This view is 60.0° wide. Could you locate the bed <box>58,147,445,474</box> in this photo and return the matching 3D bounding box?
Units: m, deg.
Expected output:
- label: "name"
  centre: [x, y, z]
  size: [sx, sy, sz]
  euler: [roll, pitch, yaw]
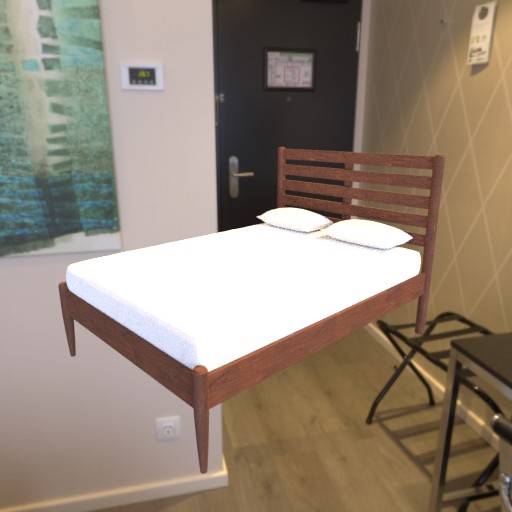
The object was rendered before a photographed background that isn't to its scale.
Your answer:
- label: "bed"
  centre: [0.000, 0.000, 2.973]
  size: [2.093, 1.304, 1.509]
  euler: [-15, 22, -42]
